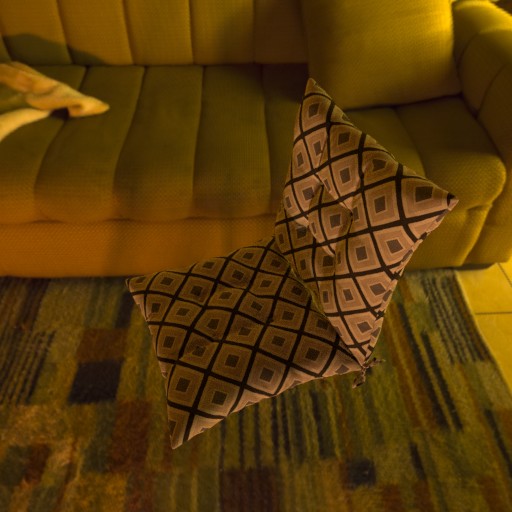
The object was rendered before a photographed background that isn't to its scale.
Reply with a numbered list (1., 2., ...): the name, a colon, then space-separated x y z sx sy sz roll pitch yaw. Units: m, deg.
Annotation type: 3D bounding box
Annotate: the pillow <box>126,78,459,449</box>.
1. pillow: 0.000 0.000 0.996 0.585 0.536 0.541 -17 48 -16
